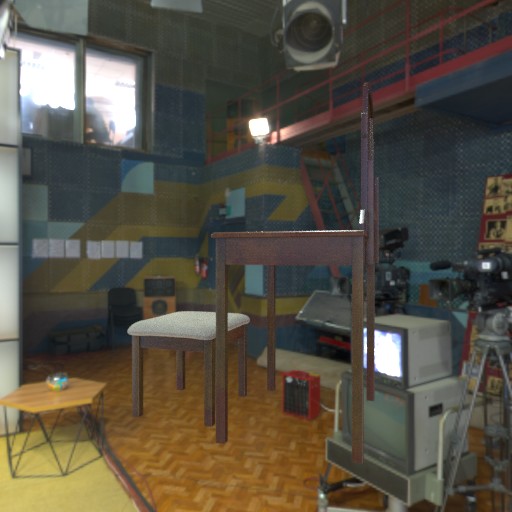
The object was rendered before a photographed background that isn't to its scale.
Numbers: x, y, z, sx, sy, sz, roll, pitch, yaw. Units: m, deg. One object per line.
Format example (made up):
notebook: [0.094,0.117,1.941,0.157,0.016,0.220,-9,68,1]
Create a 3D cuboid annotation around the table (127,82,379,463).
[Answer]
table: [0.000,0.000,2.308,1.211,1.631,0.876,0,0,18]
